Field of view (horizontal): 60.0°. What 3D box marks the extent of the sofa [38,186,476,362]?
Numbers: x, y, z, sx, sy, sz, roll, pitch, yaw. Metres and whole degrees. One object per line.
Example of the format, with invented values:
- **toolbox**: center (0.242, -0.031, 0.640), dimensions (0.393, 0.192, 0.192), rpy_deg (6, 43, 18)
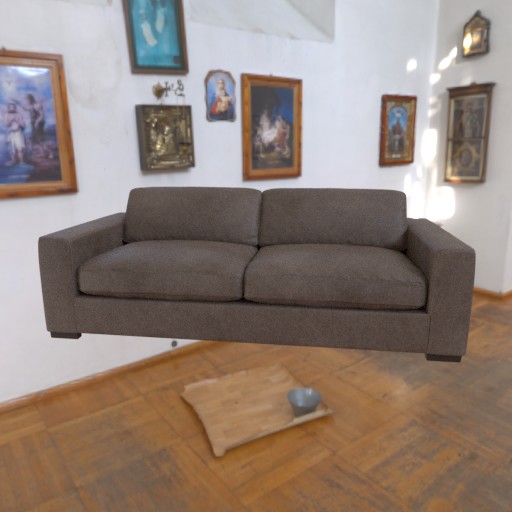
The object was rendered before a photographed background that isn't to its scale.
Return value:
- **sofa**: center (0.000, 0.000, 2.760), dimensions (2.262, 0.801, 1.070), rpy_deg (2, 13, 8)
